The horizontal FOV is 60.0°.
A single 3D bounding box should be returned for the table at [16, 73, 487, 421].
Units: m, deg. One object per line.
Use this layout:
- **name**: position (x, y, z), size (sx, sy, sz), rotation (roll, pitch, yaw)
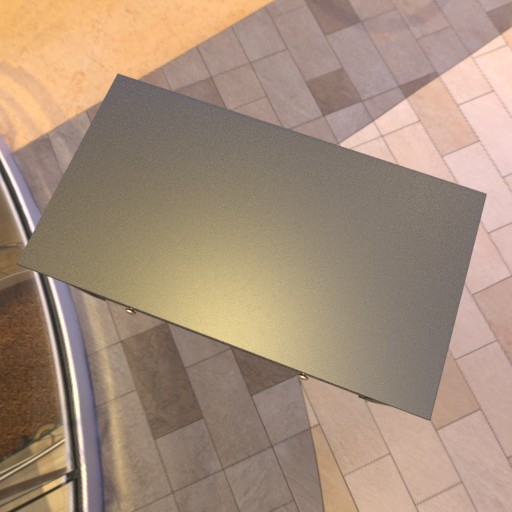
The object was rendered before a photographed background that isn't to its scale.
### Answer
- **table**: position (0.000, 0.000, 1.374), size (1.068, 0.493, 0.612), rotation (20, 75, 5)
